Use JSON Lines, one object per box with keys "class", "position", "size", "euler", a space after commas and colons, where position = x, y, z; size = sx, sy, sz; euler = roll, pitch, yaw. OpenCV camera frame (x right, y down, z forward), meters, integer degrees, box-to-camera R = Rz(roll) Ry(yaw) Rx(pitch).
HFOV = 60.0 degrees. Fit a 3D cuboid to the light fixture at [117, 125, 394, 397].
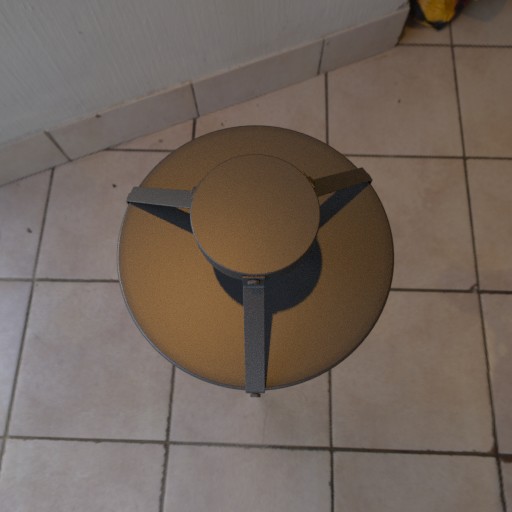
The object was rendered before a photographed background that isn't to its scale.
{"class": "light fixture", "position": [0.000, 0.000, 0.521], "size": [0.304, 0.269, 0.304], "euler": [0, 73, 0]}
